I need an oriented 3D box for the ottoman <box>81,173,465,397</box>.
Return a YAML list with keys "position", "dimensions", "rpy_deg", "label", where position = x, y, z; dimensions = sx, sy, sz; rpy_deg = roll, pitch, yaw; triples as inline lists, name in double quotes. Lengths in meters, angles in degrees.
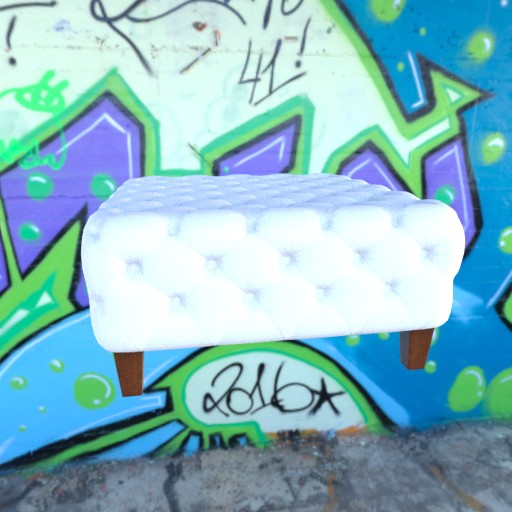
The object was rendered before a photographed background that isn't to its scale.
- position: [0.000, 0.000, 1.200]
  dimensions: [0.753, 0.376, 0.755]
  rpy_deg: [-3, 16, -9]
  label: "ottoman"
